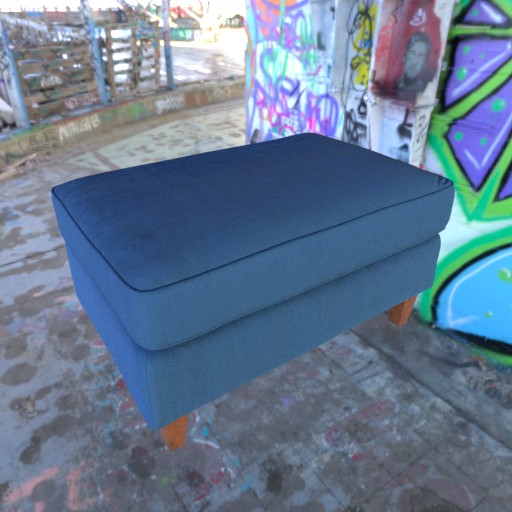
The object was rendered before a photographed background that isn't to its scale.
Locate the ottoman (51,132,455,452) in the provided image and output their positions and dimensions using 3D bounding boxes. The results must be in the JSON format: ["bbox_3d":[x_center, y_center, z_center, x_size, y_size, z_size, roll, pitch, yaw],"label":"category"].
[{"bbox_3d":[0.000,0.000,1.189,0.862,0.484,0.583,-19,35,-30],"label":"ottoman"}]
